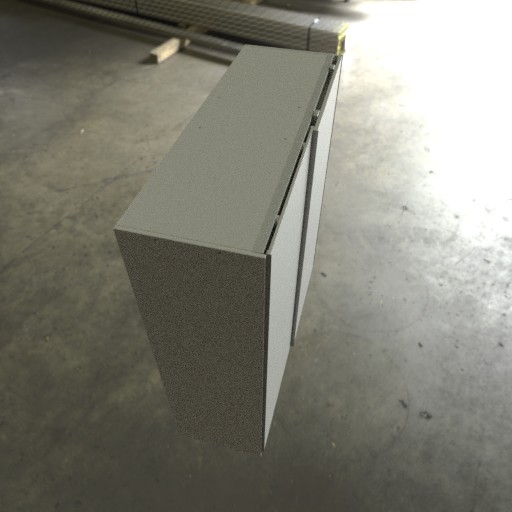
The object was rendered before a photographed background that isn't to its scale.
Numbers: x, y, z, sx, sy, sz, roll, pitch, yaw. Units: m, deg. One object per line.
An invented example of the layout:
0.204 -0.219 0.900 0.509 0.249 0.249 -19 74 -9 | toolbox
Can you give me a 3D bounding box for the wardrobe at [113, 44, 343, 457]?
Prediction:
0.000 0.000 2.898 0.629 1.960 1.780 11 48 10 | wardrobe
